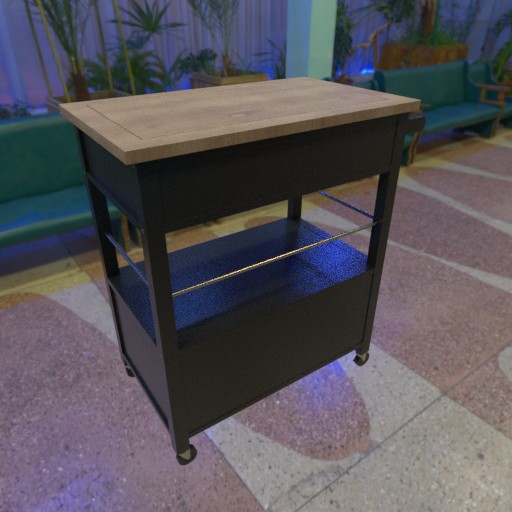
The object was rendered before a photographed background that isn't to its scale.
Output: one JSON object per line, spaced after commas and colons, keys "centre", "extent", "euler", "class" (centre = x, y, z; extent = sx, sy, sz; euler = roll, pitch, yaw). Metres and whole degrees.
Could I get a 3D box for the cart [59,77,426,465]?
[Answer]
{"centre": [0.000, 0.000, 1.334], "extent": [0.840, 0.901, 0.459], "euler": [-19, 35, -29], "class": "cart"}
